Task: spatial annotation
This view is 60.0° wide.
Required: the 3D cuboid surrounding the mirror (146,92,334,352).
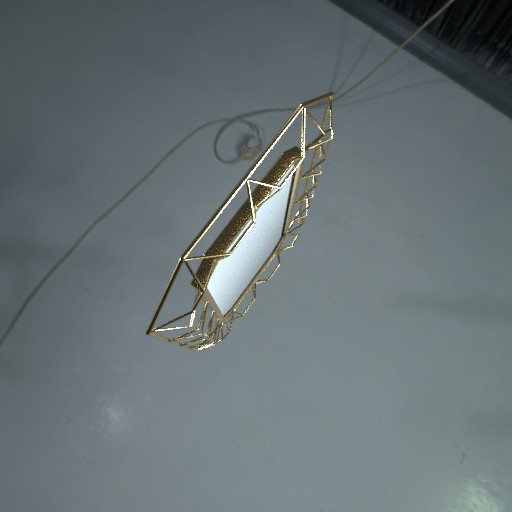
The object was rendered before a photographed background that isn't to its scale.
[{"bbox_3d":[0.000,0.000,1.107,0.051,0.870,0.572,35,78,9],"label":"mirror"}]
